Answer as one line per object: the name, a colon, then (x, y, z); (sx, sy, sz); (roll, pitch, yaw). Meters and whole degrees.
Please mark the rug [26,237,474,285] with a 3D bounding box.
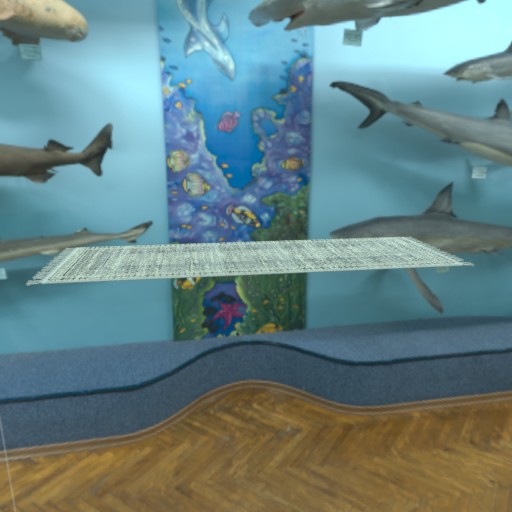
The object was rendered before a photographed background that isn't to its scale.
rug: (0.000, 0.000, 2.768); (2.480, 0.013, 0.786); (-2, 15, -8)
